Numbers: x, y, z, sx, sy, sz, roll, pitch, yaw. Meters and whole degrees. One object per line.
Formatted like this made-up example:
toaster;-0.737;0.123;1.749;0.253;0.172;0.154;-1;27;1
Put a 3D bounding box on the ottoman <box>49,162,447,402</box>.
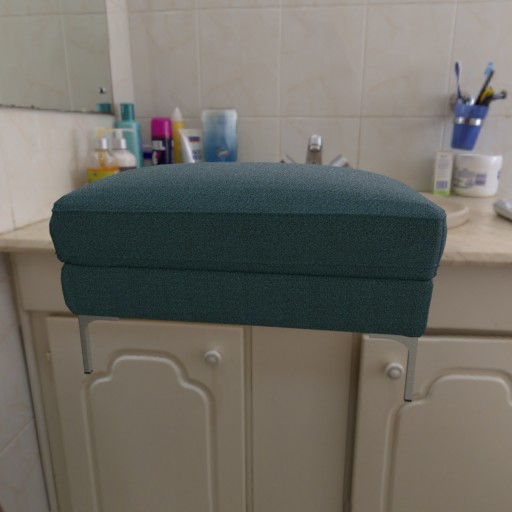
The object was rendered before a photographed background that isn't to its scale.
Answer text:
ottoman;0.000;0.000;1.204;0.856;0.498;0.563;2;15;8
